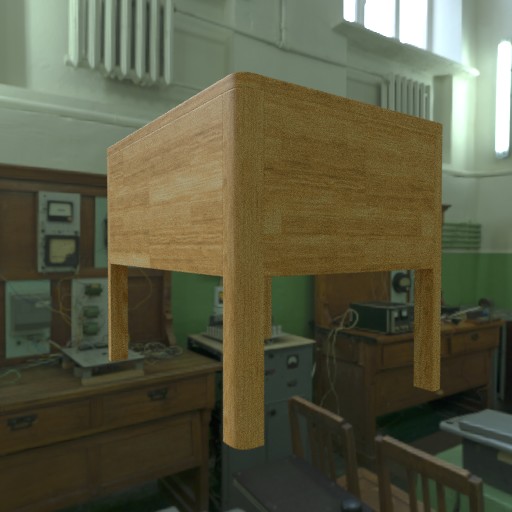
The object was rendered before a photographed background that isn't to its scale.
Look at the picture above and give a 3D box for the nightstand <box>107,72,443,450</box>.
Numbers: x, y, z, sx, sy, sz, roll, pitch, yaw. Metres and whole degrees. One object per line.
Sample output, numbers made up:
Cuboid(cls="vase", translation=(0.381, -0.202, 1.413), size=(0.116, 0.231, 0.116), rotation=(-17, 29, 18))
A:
Cuboid(cls="nightstand", translation=(0.000, 0.000, 0.897), size=(0.440, 0.470, 0.560), rotation=(-1, 2, -35))
